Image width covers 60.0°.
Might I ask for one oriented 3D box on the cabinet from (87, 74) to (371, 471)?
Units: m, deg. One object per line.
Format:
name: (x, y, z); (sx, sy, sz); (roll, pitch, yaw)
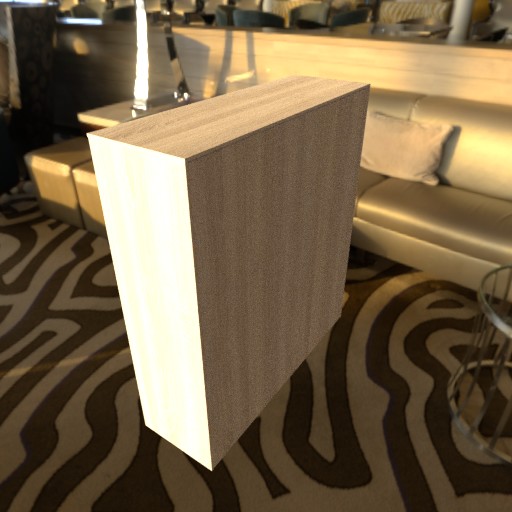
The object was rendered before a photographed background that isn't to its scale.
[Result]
cabinet: (0.000, 0.000, 3.087); (0.620, 2.060, 1.870); (20, 37, 29)
